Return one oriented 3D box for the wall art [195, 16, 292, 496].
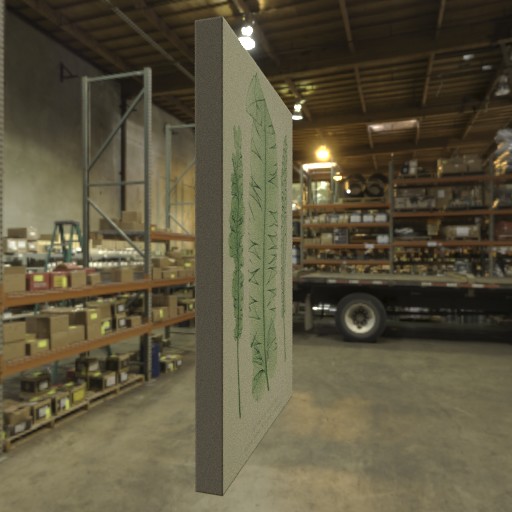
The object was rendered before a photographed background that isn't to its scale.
[{"bbox_3d":[0.000,0.000,0.767,0.038,0.608,0.418,0,0,17],"label":"wall art"}]
